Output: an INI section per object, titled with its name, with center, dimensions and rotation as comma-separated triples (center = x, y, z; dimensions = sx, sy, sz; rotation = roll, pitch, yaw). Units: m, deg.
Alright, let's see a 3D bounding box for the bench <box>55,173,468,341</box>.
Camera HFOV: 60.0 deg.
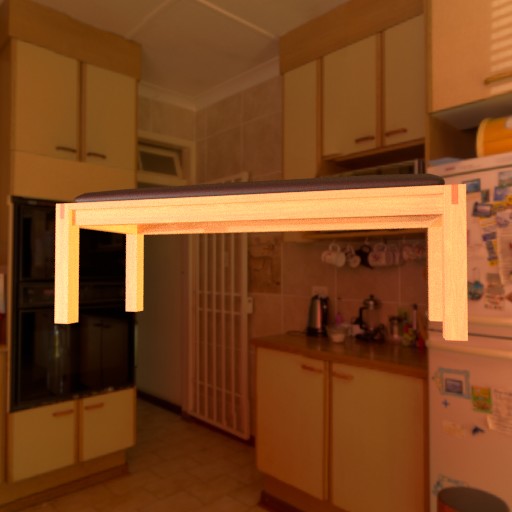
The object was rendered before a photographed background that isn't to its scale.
[bench]
center = 0.000, 0.000, 1.460
dimensions = 1.202, 0.430, 0.450
rotation = 0, -2, 16
